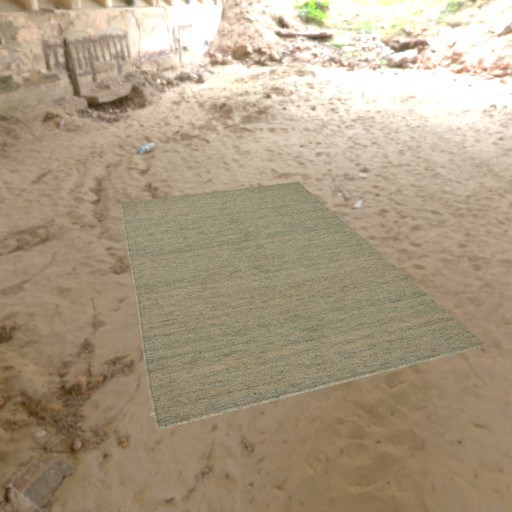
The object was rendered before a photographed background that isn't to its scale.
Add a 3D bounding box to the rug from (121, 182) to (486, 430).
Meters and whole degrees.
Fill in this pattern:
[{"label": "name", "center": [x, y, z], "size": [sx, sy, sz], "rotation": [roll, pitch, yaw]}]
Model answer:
[{"label": "rug", "center": [0.000, 0.000, 2.826], "size": [1.547, 0.013, 2.283], "rotation": [-9, 31, -16]}]
